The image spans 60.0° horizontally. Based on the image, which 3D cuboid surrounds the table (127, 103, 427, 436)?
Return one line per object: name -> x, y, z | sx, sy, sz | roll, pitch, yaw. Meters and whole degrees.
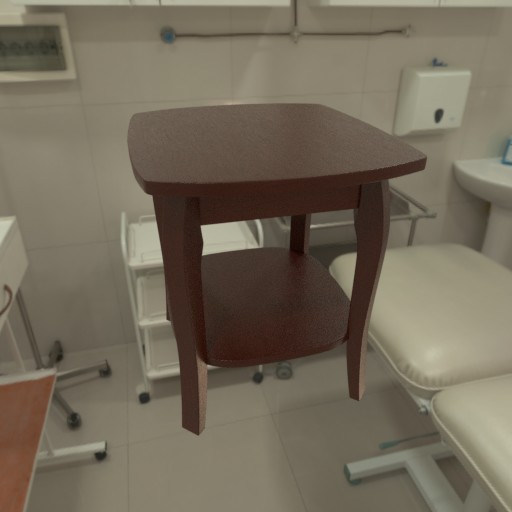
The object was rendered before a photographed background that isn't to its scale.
table -> 0.000, 0.000, 0.889 | 0.433, 0.496, 0.502 | -7, 30, -13
